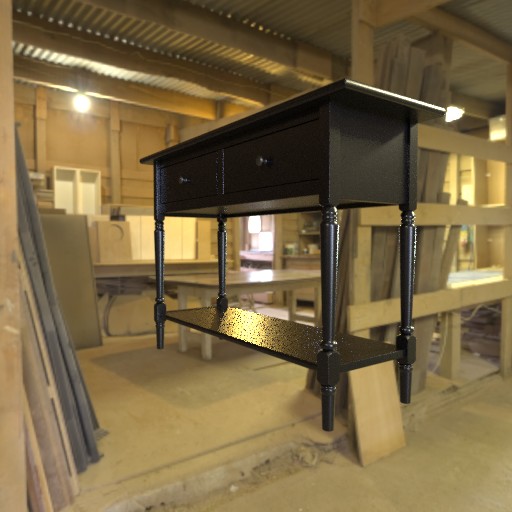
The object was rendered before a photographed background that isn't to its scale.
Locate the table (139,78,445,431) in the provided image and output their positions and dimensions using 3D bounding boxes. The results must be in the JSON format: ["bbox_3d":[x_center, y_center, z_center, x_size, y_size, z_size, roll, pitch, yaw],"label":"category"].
[{"bbox_3d":[0.000,0.000,1.563,0.386,0.819,1.191,-2,3,-36],"label":"table"}]
